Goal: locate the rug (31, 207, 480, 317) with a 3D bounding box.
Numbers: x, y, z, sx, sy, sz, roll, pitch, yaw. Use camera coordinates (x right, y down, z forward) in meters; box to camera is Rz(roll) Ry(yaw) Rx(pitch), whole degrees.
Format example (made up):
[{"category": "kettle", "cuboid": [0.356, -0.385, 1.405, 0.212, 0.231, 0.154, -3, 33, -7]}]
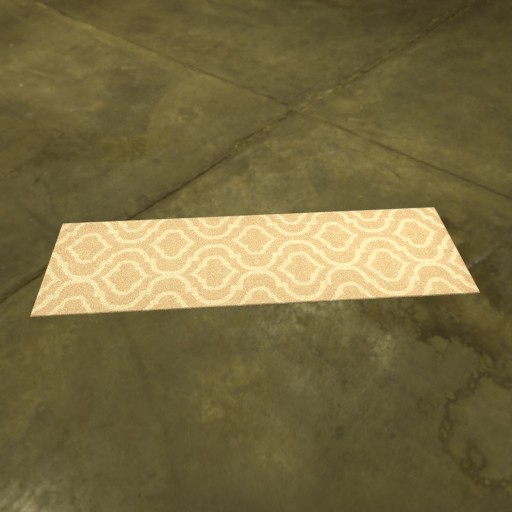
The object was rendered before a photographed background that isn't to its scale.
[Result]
[{"category": "rug", "cuboid": [0.000, 0.000, 2.490, 2.289, 0.013, 0.691, -3, 46, -3]}]
